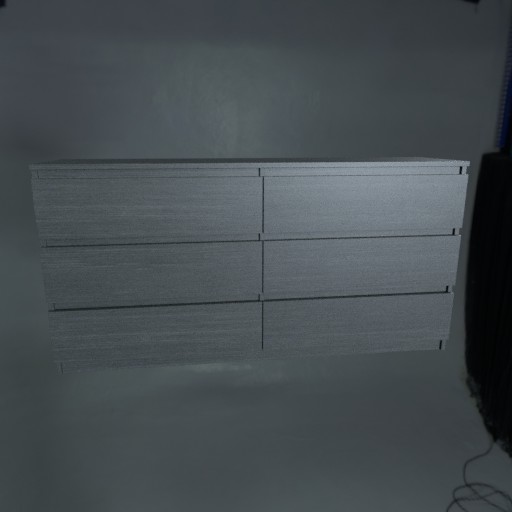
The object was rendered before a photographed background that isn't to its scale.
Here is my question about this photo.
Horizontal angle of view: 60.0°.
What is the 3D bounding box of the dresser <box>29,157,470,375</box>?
[{"bbox_3d":[0.000,0.000,1.879,1.590,0.795,0.400,-2,15,-7],"label":"dresser"}]
